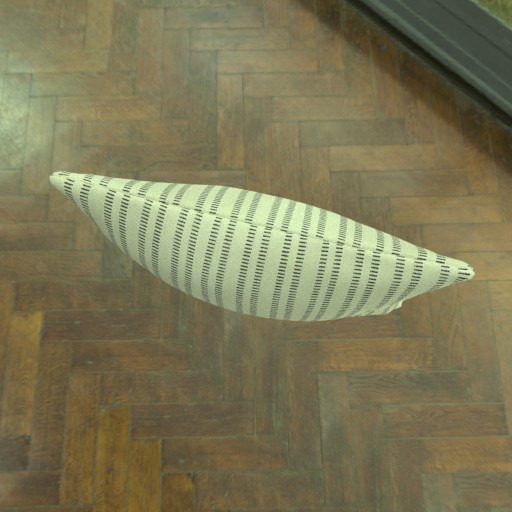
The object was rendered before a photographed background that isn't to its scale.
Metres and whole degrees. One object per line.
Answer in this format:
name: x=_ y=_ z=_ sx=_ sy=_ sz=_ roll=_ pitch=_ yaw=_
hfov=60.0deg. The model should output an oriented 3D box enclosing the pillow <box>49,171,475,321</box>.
pillow: x=0.000 y=0.000 z=0.802 sx=0.640 sy=0.353 sz=0.210 roll=13 pitch=77 yaw=3
